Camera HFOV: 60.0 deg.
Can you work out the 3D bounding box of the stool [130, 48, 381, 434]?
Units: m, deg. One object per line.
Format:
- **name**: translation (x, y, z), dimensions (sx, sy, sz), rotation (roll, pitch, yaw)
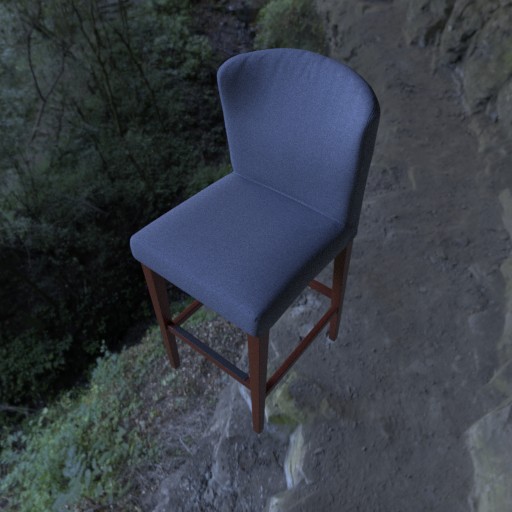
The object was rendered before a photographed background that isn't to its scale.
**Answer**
- **stool**: translation (0.000, 0.000, 1.384), dimensions (0.481, 1.069, 0.568), rotation (29, 52, 26)
